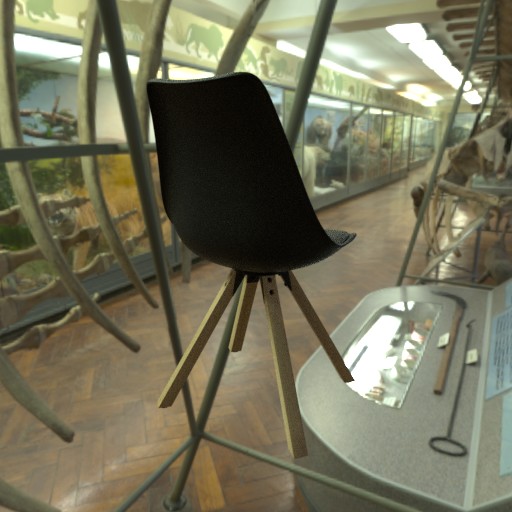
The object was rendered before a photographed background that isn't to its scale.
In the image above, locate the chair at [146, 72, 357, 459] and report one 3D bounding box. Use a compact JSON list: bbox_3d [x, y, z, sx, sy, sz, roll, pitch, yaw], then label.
[{"bbox_3d":[0.000,0.000,1.189,0.485,0.850,0.549,8,17,28],"label":"chair"}]
